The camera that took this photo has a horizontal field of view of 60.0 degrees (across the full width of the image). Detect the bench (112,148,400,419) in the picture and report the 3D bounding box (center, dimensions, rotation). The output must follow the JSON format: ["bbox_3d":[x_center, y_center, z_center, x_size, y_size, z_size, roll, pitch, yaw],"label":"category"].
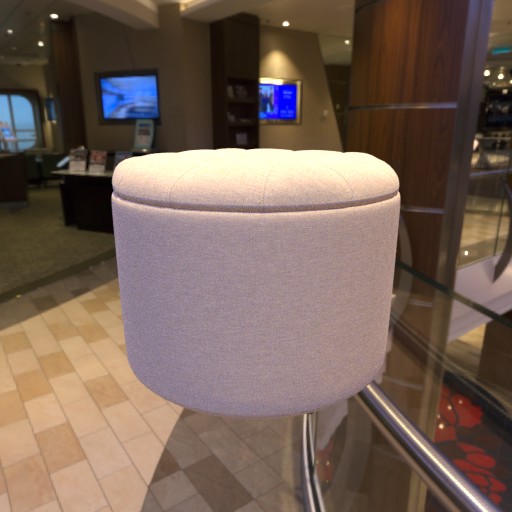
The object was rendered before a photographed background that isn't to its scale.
[{"bbox_3d":[0.000,0.000,1.003,0.600,0.454,0.600,0,17,0],"label":"bench"}]
